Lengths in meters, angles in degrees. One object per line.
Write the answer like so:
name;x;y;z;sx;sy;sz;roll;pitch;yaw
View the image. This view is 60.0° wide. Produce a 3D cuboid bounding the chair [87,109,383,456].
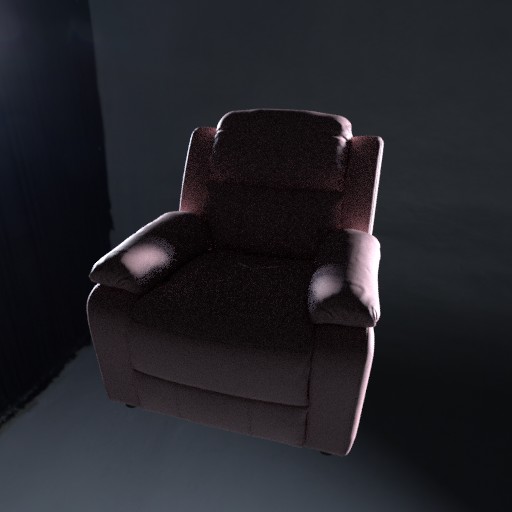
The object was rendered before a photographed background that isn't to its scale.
chair;0.000;0.000;1.222;0.680;0.702;0.709;7;27;15
